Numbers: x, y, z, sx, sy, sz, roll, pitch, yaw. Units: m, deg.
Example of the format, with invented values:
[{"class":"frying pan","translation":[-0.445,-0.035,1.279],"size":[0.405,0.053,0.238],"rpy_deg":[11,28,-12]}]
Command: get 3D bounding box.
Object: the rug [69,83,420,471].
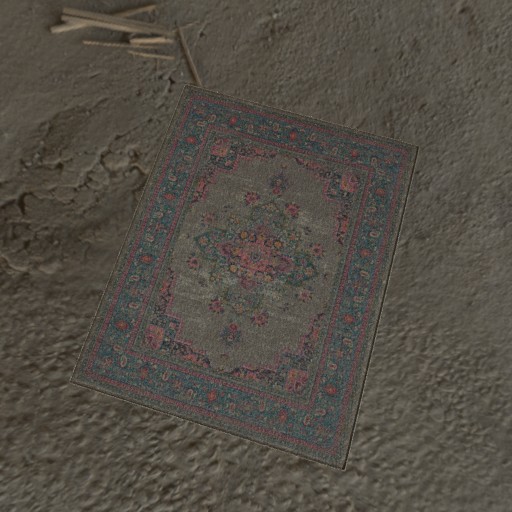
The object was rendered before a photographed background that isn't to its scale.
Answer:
[{"class":"rug","translation":[0.000,0.000,4.058],"size":[2.434,0.013,3.057],"rpy_deg":[16,76,4]}]
